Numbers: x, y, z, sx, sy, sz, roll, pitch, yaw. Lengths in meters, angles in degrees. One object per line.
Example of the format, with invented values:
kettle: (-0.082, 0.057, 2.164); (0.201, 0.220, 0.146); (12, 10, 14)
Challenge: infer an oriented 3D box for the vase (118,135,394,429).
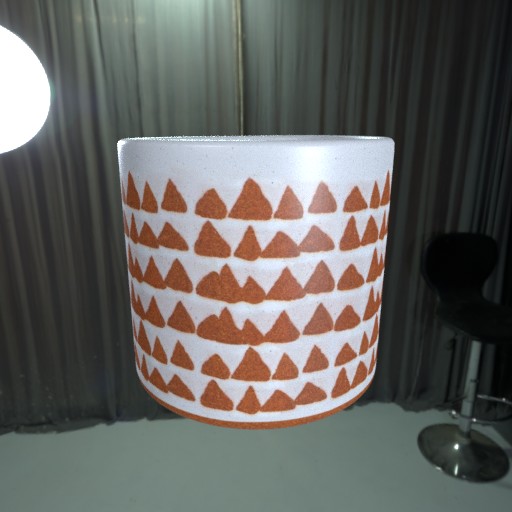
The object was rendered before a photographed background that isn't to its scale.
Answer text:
vase: (0.000, 0.000, 0.245); (0.137, 0.127, 0.137); (0, 16, 0)
